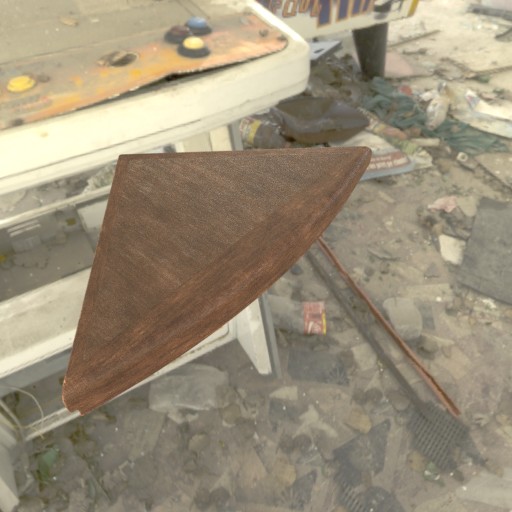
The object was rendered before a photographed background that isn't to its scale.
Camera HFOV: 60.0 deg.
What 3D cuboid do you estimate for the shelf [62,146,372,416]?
[{"bbox_3d":[0.000,0.000,0.452,0.310,0.050,0.310,-3,47,-3],"label":"shelf"}]
